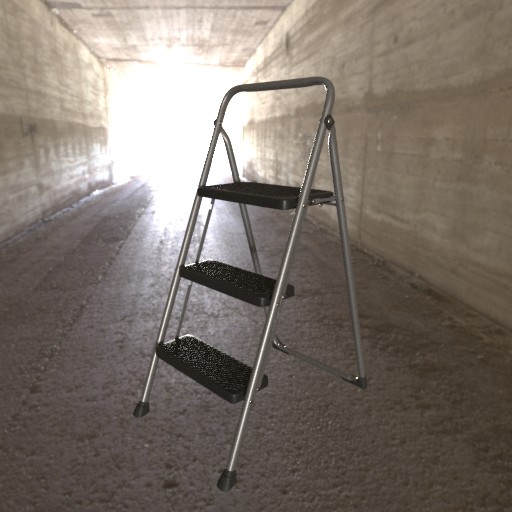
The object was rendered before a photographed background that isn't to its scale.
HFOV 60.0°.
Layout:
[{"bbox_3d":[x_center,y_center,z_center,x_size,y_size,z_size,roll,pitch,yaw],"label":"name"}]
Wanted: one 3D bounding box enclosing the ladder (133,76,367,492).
[{"bbox_3d":[0.000,0.000,1.265,0.629,0.945,0.430,-15,22,-42],"label":"ladder"}]
